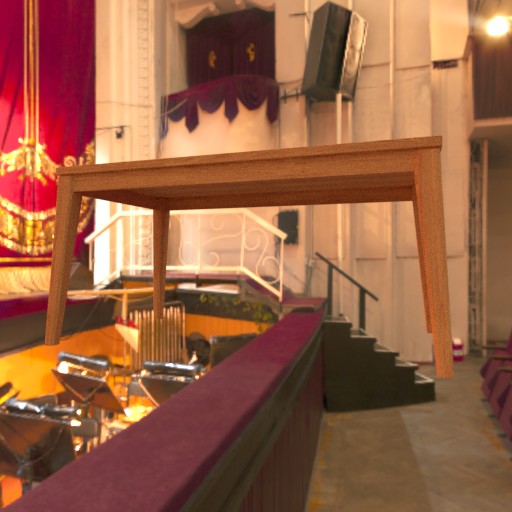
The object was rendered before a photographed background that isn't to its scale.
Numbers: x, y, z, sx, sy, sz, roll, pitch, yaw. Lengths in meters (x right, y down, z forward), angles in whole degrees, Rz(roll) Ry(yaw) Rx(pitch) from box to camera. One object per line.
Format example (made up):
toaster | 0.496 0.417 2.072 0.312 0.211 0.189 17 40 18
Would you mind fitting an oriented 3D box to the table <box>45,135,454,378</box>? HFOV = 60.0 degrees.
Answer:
table | 0.000 0.000 2.049 1.600 0.760 0.900 0 0 19
